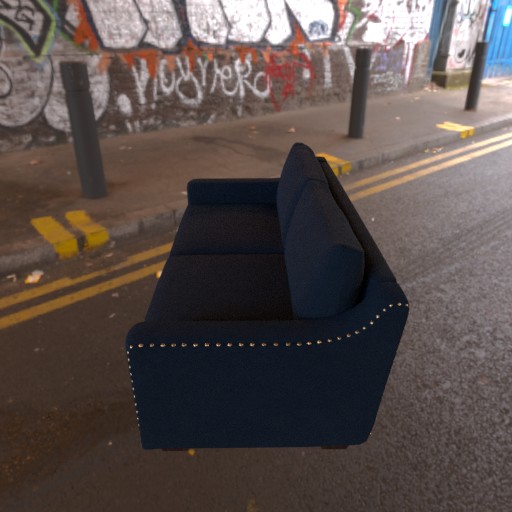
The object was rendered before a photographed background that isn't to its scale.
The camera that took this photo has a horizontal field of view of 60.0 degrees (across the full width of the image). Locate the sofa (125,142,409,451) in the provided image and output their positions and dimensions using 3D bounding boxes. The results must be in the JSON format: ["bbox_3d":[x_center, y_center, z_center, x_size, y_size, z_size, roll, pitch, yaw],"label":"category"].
[{"bbox_3d":[0.000,0.000,2.685,1.104,0.983,2.107,0,27,-1],"label":"sofa"}]
